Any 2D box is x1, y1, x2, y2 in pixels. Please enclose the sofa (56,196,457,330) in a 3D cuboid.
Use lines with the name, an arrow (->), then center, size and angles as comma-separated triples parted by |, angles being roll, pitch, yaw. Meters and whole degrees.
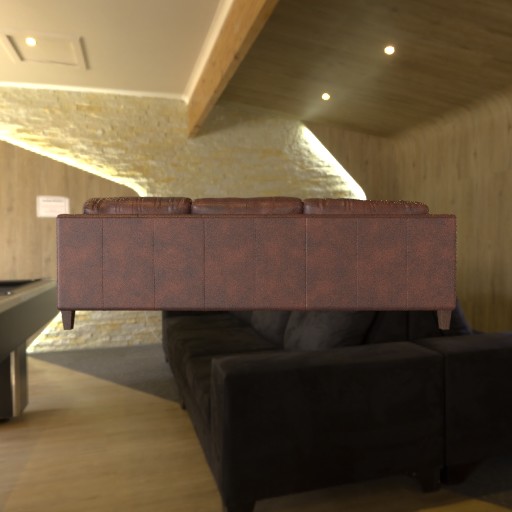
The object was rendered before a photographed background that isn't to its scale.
sofa -> 0.000, 0.000, 4.243 | 2.438, 0.836, 3.152 | 0, 1, 0
